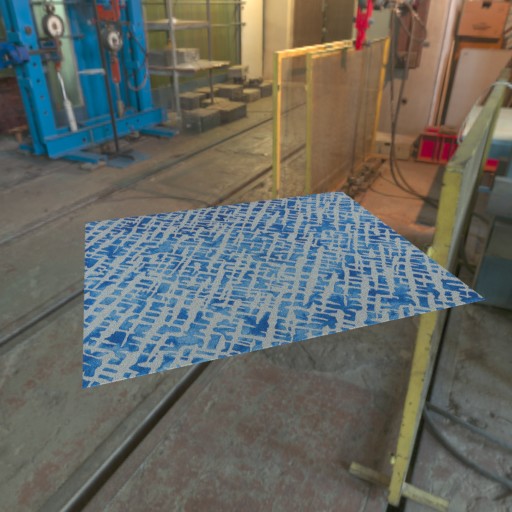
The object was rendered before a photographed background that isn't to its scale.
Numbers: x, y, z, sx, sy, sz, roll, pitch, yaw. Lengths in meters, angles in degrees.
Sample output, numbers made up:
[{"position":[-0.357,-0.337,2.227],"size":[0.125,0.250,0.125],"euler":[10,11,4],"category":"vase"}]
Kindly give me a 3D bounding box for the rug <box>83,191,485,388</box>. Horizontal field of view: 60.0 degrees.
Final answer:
[{"position":[0.000,0.000,4.078],"size":[3.007,0.007,2.435],"euler":[-9,31,-15],"category":"rug"}]
